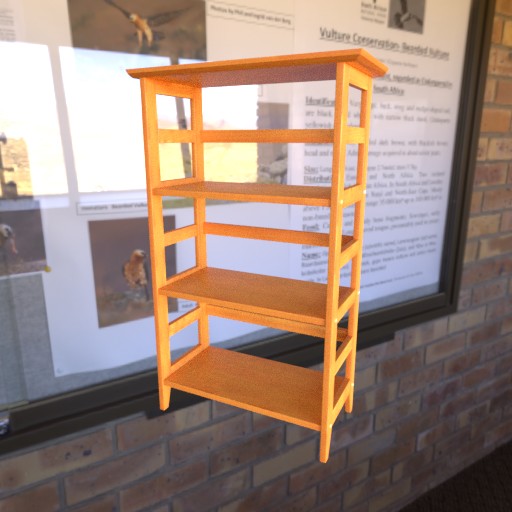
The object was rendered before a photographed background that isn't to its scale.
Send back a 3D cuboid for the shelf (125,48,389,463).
[{"bbox_3d":[0.000,0.000,1.357,0.660,1.067,0.305,7,16,26],"label":"shelf"}]
